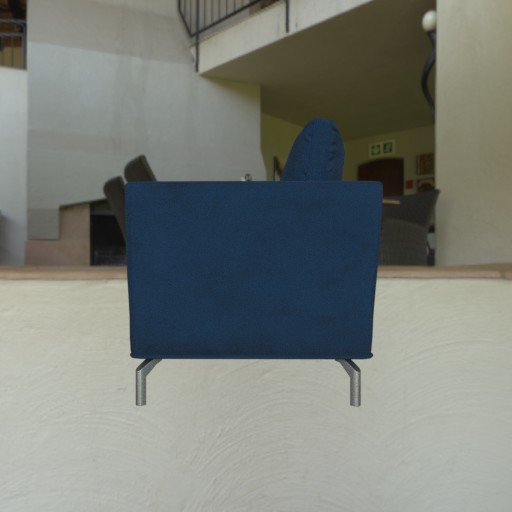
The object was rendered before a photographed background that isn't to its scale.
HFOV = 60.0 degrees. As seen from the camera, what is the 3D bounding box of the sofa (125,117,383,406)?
[{"bbox_3d":[0.000,0.000,2.319,0.853,1.002,1.770,0,0,1],"label":"sofa"}]
